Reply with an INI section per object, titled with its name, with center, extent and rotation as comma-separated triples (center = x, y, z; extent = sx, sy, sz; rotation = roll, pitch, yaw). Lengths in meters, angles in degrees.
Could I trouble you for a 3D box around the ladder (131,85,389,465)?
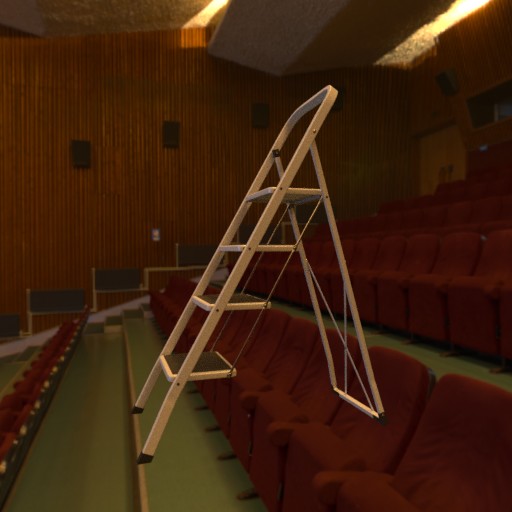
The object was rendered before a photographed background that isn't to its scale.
[ladder]
center = 0.000, 0.000, 1.702
extent = 0.914, 1.265, 0.460
rotation = 0, 1, -18
